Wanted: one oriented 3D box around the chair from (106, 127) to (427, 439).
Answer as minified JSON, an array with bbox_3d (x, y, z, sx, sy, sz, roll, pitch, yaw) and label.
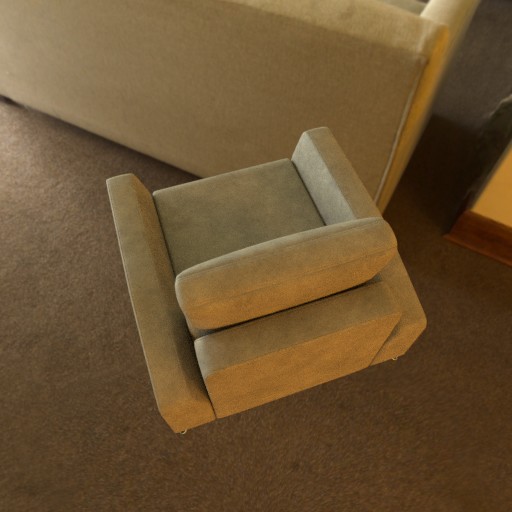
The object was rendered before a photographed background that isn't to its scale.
[{"bbox_3d":[0.000,0.000,1.609,0.900,0.800,0.900,-16,59,-10],"label":"chair"}]
